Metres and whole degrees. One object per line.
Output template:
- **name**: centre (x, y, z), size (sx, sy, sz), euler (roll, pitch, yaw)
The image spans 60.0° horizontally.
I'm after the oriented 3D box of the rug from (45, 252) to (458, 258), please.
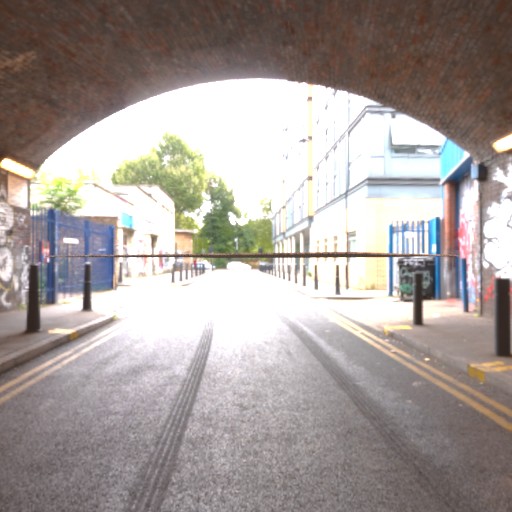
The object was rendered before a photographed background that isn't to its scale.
- **rug**: centre (0.000, 0.000, 4.134), size (3.054, 0.030, 2.430), euler (0, -1, 37)
